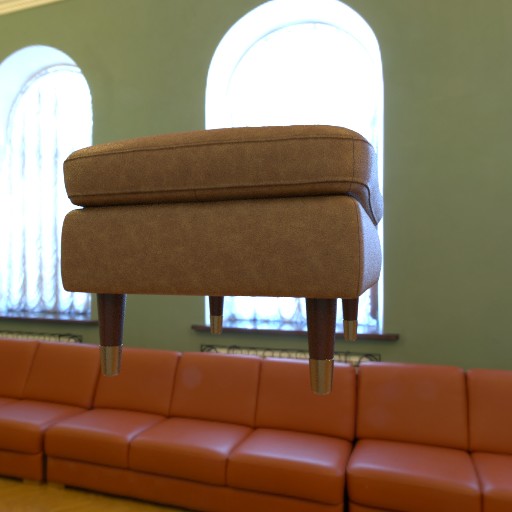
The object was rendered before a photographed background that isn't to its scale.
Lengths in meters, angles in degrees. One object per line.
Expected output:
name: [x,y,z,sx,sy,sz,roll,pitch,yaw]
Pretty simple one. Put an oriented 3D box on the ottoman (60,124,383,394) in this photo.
ottoman: [0.000,0.000,1.087,0.593,0.478,0.747,0,-1,17]
